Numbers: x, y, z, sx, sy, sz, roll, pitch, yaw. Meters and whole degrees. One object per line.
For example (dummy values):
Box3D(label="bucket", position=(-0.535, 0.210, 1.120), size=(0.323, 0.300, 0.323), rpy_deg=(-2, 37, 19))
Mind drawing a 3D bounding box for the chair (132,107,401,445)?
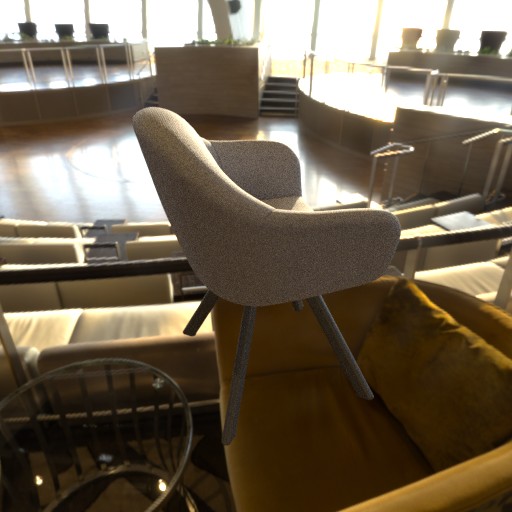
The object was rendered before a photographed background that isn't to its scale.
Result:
Box3D(label="chair", position=(0.000, 0.000, 1.198), size=(0.550, 0.795, 0.590), rpy_deg=(-11, 32, -18))
